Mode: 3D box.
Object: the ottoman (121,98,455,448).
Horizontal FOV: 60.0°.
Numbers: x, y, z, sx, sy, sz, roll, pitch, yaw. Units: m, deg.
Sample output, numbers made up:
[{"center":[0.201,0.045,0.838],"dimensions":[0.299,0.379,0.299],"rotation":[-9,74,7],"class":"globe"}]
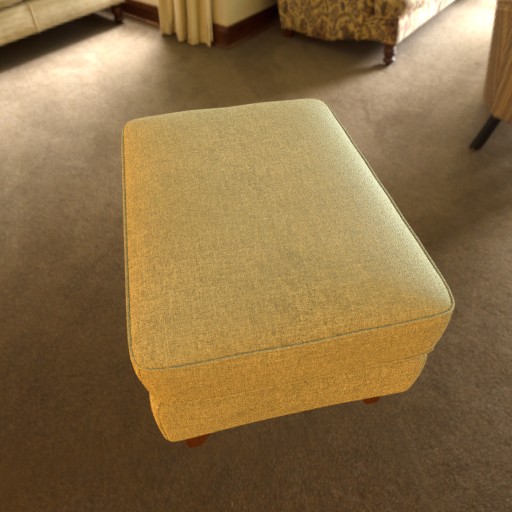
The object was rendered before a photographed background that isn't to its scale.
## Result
[{"center":[0.000,0.000,1.264],"dimensions":[0.661,0.561,0.889],"rotation":[-9,48,-8],"class":"ottoman"}]
